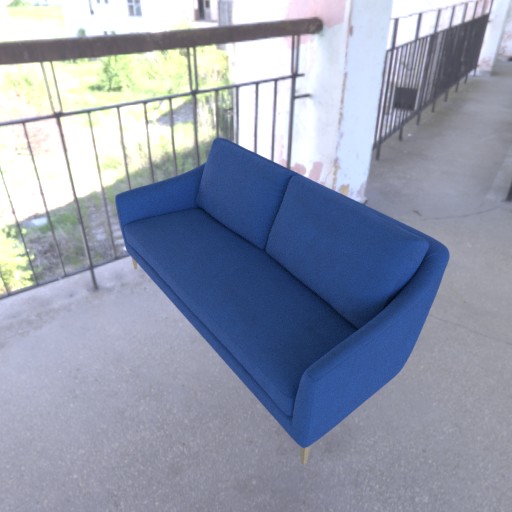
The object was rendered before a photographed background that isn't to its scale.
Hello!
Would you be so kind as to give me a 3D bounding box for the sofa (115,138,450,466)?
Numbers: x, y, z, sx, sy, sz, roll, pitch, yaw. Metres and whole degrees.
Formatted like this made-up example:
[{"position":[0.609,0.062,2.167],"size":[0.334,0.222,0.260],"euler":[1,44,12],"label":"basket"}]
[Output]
[{"position":[0.000,0.000,2.607],"size":[0.960,0.903,2.036],"euler":[-21,38,-29],"label":"sofa"}]
